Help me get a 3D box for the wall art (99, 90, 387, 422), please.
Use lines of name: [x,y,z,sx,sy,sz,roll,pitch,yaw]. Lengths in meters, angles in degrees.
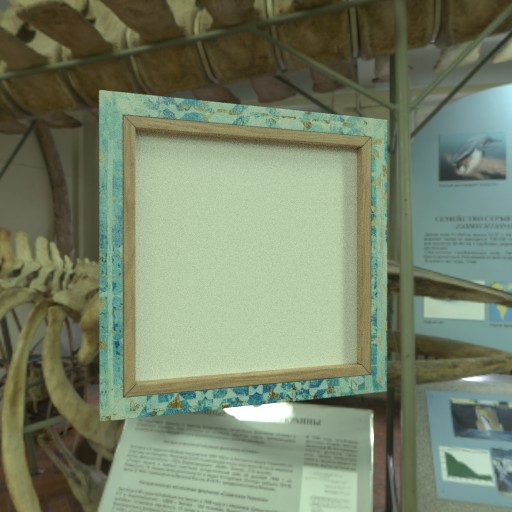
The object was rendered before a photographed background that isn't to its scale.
wall art: [0.000,0.000,1.376,0.916,0.916,0.040,0,0,-17]
